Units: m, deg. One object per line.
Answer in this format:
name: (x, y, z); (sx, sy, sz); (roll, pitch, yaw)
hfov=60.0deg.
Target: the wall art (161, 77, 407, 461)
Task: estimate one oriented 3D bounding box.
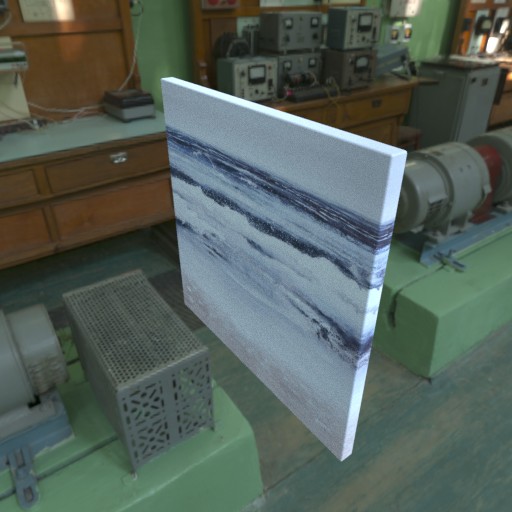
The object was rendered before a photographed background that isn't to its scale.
wall art: (0.000, 0.000, 1.121); (0.065, 0.747, 0.755); (-22, 38, -31)
